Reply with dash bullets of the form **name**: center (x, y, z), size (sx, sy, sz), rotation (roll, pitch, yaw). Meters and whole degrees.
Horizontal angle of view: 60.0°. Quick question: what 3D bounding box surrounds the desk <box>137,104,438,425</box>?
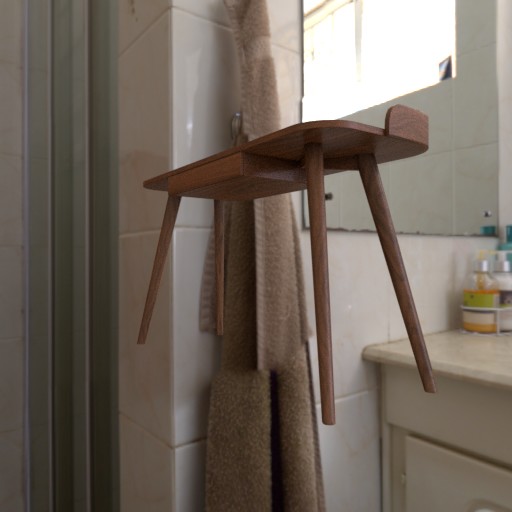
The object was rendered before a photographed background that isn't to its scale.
- **desk**: center (0.000, 0.000, 1.674), size (0.486, 0.800, 1.256), rotation (0, 0, -36)
